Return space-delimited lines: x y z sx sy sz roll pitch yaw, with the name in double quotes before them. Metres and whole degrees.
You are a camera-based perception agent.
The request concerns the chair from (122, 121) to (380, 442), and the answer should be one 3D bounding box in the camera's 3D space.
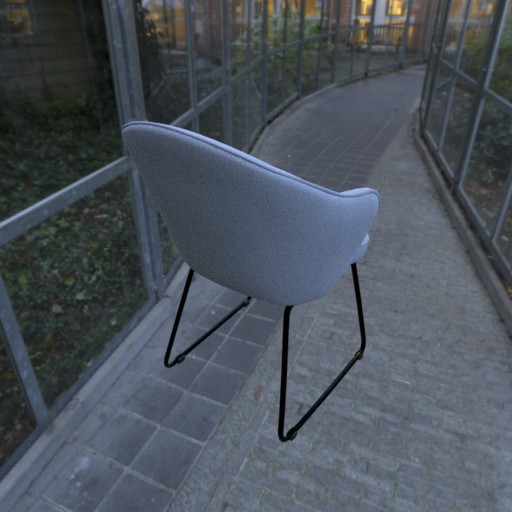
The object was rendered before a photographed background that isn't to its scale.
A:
"chair" 0.000 0.000 1.219 0.570 0.817 0.592 20 35 31
